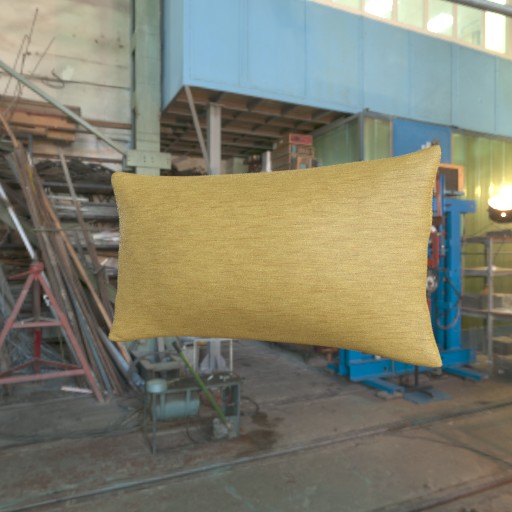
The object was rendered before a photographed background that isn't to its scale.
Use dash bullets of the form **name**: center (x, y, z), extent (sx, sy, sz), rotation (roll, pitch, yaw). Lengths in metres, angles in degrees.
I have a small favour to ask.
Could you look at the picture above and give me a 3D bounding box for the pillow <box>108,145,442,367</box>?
- **pillow**: center (0.000, 0.000, 0.818), extent (0.634, 0.354, 0.210), rotation (0, 0, 20)
